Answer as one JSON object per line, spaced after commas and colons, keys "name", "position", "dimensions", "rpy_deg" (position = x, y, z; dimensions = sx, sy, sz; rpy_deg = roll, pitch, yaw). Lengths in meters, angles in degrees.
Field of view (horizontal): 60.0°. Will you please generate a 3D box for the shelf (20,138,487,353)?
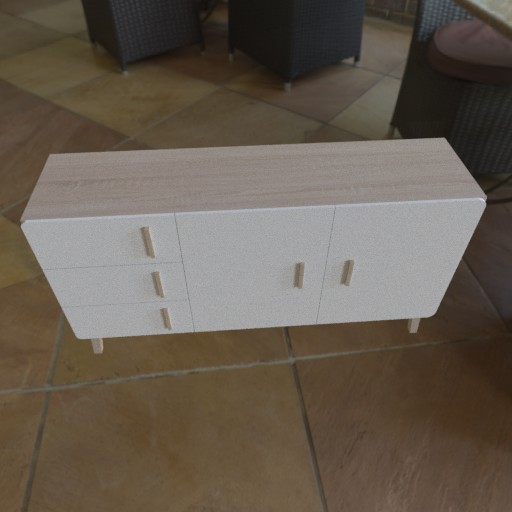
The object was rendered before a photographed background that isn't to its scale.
{"name": "shelf", "position": [0.000, 0.000, 1.807], "dimensions": [1.490, 0.780, 0.400], "rpy_deg": [-3, 46, -3]}
